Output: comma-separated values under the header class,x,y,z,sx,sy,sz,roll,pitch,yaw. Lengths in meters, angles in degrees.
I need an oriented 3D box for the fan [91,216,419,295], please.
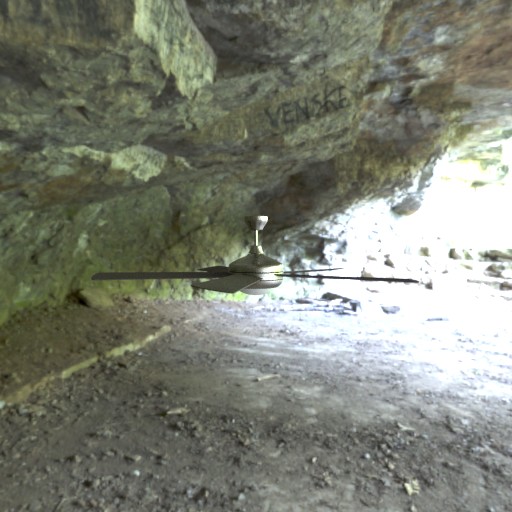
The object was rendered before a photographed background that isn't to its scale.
class,x,y,z,sx,sy,sz,roll,pitch,yaw
fan,0.000,0.000,2.012,1.321,0.356,1.321,-1,2,-35
